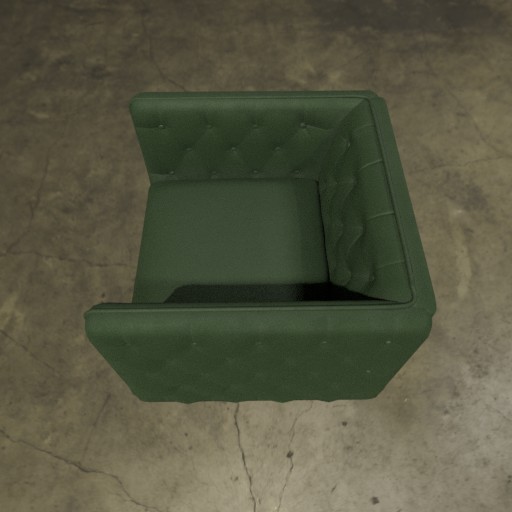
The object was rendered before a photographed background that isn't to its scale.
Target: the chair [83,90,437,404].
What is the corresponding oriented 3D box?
[{"bbox_3d":[0.000,0.000,1.565,0.855,0.768,0.917,-1,58,0],"label":"chair"}]
